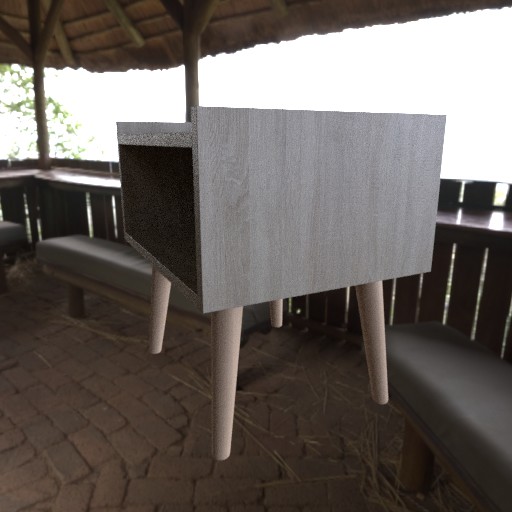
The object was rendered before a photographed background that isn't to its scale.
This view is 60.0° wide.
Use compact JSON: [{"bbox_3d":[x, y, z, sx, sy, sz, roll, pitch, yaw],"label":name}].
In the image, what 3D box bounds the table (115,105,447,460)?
[{"bbox_3d":[0.000,0.000,0.791,0.370,0.470,0.450,-7,16,-26],"label":"table"}]
